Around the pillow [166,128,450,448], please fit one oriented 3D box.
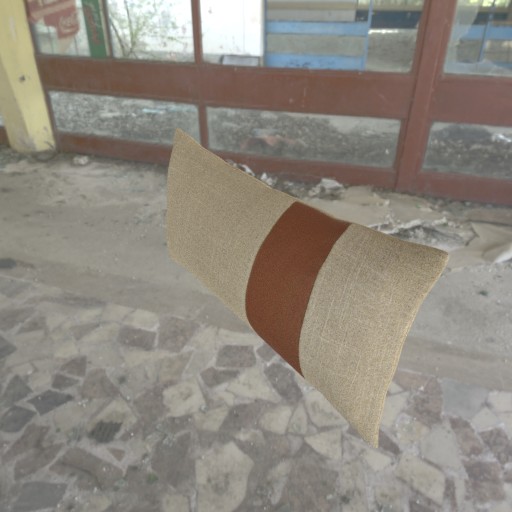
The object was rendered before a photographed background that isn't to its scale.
[{"bbox_3d":[0.000,0.000,0.728,0.155,0.282,0.612,-20,36,-30],"label":"pillow"}]
